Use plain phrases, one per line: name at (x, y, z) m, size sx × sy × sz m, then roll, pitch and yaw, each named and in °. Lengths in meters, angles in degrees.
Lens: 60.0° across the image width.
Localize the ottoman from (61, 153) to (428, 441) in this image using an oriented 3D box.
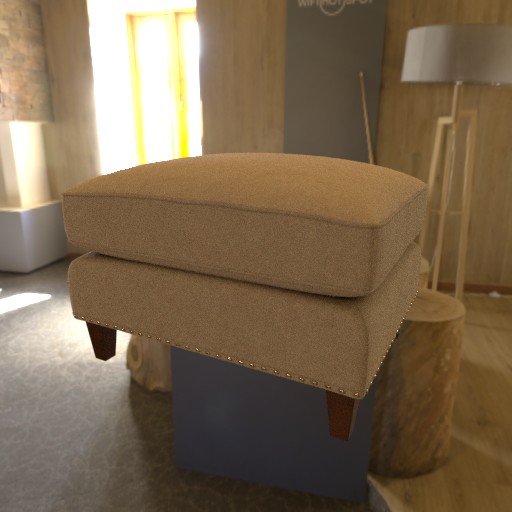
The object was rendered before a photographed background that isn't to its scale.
ottoman at (0.000, 0.000, 1.141) m, size 0.741 × 0.513 × 0.584 m, roll 9°, pitch 19°, yaw 27°
